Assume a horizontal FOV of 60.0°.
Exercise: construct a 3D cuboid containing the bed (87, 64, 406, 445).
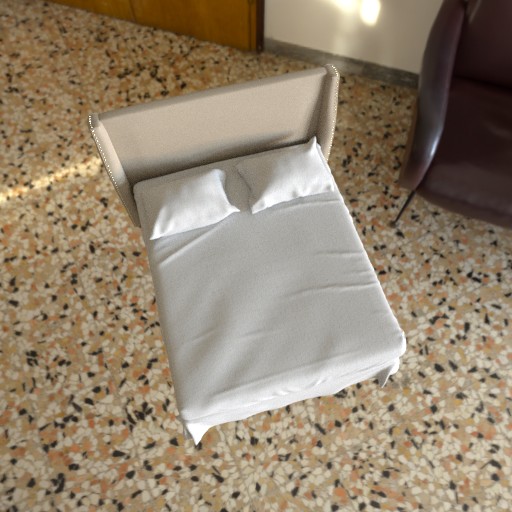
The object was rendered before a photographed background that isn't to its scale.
[{"bbox_3d":[0.000,0.000,3.422,1.925,1.332,2.276,-15,65,-7],"label":"bed"}]
